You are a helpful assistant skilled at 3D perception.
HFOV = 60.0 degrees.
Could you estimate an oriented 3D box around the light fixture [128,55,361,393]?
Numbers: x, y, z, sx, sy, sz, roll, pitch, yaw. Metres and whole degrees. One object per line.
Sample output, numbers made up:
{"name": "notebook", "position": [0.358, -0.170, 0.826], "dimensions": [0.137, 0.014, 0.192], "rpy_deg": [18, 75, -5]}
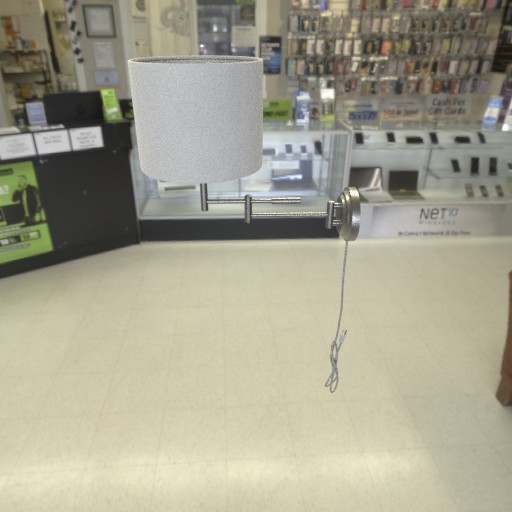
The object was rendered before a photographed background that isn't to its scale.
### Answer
{"name": "light fixture", "position": [0.000, 0.000, 1.034], "dimensions": [0.479, 0.842, 0.253], "rpy_deg": [-1, 27, -2]}
